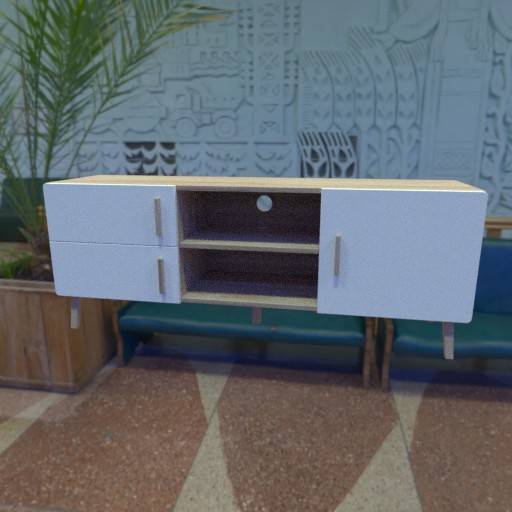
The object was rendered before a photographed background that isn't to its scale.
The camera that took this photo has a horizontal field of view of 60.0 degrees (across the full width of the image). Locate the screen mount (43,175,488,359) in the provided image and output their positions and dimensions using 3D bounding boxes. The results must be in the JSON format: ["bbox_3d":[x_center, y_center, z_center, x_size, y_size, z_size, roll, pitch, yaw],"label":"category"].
[{"bbox_3d":[0.000,0.000,1.723,1.500,0.570,0.420,3,15,10],"label":"screen mount"}]
